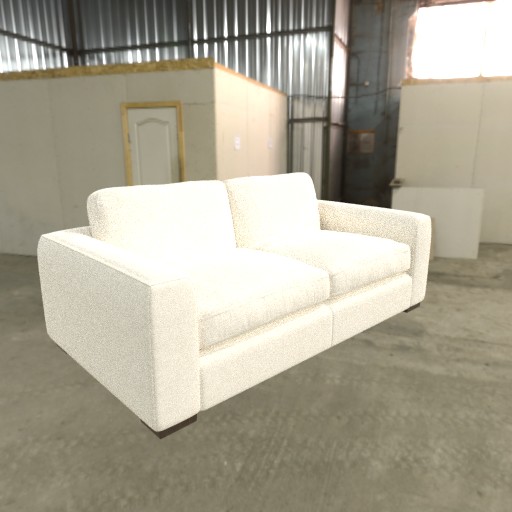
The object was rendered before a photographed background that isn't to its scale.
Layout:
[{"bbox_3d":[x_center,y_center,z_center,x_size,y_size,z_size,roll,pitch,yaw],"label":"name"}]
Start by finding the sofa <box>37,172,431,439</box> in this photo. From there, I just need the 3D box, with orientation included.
[{"bbox_3d":[0.000,0.000,2.404,1.920,0.801,1.069,-14,20,-41],"label":"sofa"}]
